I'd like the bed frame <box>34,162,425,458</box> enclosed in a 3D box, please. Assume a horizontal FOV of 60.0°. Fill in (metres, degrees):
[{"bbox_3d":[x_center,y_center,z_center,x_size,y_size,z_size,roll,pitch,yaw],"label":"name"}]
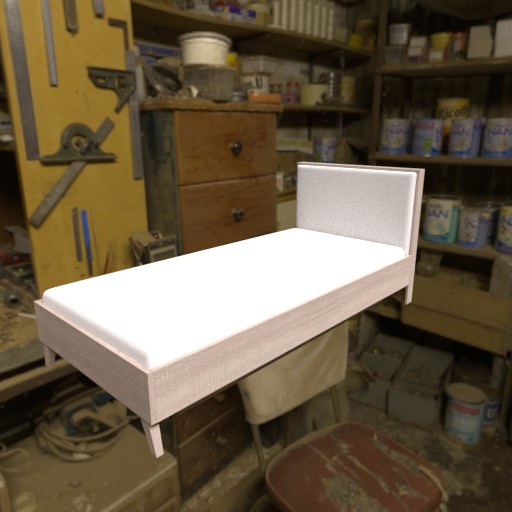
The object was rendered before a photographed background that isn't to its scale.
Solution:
[{"bbox_3d":[0.000,0.000,2.575,0.990,0.920,2.140,14,21,41],"label":"bed frame"}]
